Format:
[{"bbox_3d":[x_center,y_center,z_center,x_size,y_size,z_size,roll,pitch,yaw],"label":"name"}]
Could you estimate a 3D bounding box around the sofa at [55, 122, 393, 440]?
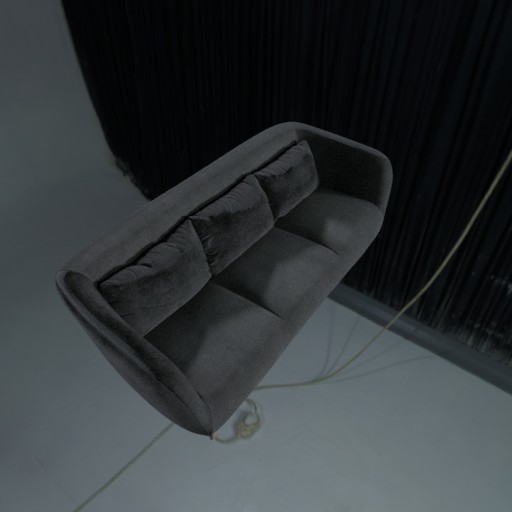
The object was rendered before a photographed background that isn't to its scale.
[{"bbox_3d":[0.000,0.000,2.769,0.956,0.875,2.296,25,46,26],"label":"sofa"}]
